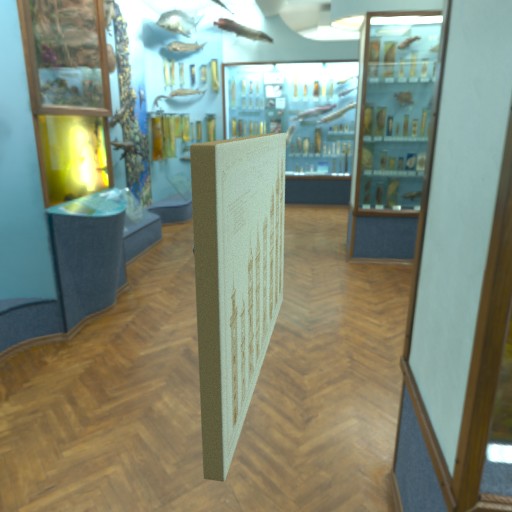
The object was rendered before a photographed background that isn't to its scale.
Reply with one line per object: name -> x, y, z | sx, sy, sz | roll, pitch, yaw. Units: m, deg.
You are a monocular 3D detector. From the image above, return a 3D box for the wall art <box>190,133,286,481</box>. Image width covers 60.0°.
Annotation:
wall art -> 0.000, 0.000, 0.486 | 0.019, 0.254, 0.380 | 3, 17, 10
